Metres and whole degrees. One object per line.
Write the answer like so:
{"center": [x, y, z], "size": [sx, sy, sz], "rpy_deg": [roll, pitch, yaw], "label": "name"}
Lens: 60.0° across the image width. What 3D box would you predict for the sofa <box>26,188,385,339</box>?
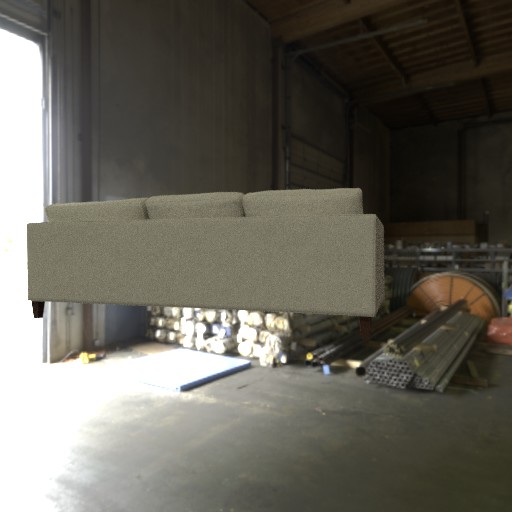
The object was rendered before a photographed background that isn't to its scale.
{"center": [0.000, 0.000, 4.273], "size": [2.432, 0.863, 3.182], "rpy_deg": [0, 1, 18], "label": "sofa"}
